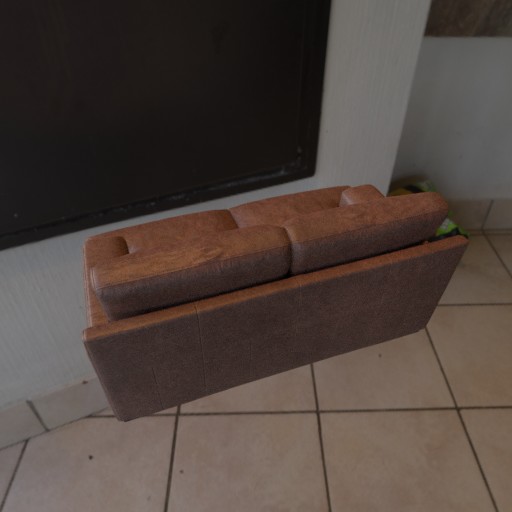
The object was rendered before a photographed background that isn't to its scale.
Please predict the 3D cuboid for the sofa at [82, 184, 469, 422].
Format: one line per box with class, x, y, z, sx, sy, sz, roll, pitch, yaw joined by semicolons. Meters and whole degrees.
sofa;0.000;0.000;2.491;1.880;0.939;1.143;-13;42;-15
